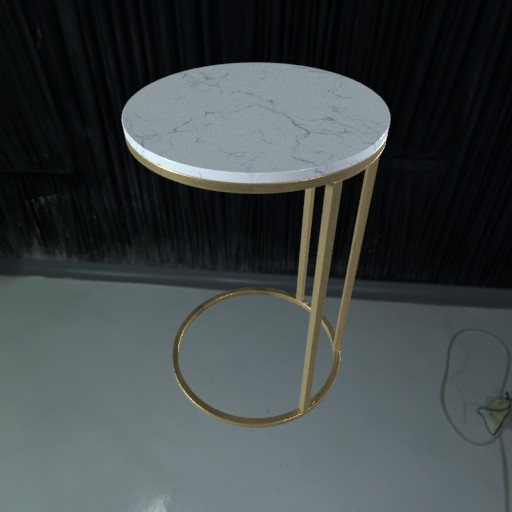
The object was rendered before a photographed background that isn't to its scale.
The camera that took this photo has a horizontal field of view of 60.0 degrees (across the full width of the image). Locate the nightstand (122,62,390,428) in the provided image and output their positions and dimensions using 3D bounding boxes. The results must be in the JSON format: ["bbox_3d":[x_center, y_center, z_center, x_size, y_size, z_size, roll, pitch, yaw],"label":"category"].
[{"bbox_3d":[0.000,0.000,0.877,0.400,0.610,0.400,2,41,2],"label":"nightstand"}]
